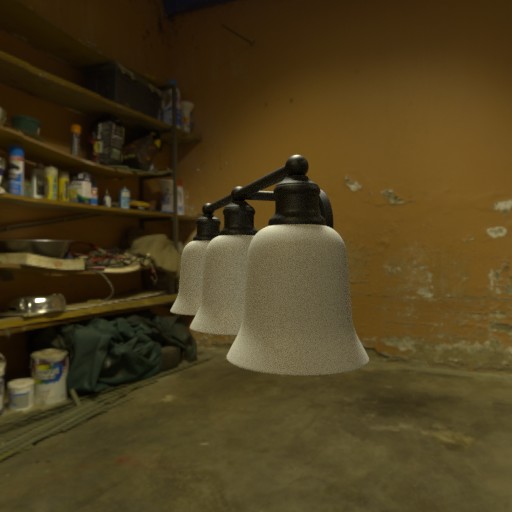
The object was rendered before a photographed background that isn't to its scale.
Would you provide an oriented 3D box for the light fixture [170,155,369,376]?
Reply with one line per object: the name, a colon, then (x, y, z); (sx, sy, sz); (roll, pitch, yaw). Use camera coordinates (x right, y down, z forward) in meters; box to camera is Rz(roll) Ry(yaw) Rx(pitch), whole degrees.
light fixture: (0.000, 0.000, 0.668); (0.198, 0.211, 0.570); (0, 0, -18)
